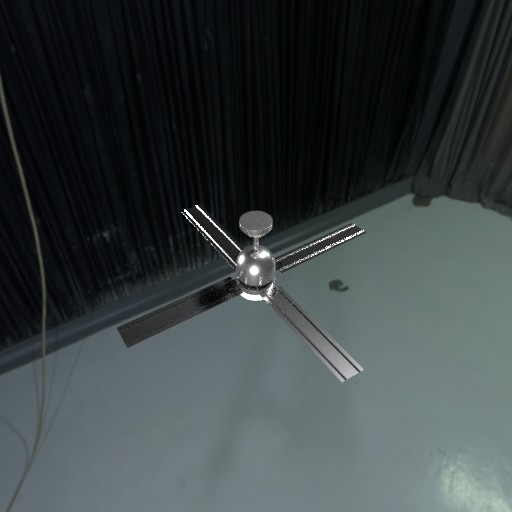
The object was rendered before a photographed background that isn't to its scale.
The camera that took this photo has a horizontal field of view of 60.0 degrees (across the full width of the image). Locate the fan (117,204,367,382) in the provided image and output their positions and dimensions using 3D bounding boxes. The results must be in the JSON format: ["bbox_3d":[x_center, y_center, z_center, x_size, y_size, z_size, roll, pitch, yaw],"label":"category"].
[{"bbox_3d":[0.000,0.000,2.041,1.346,0.406,1.346,-25,47,-26],"label":"fan"}]
